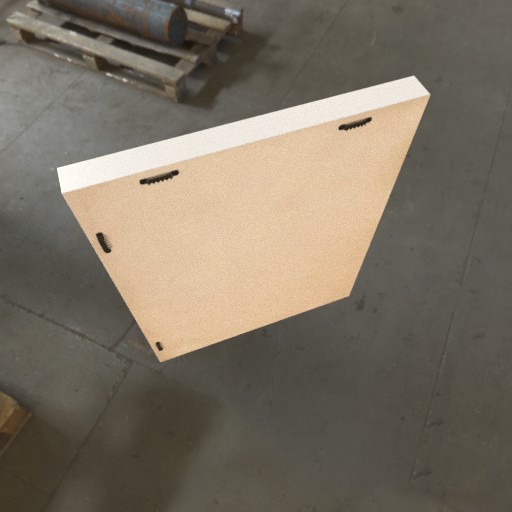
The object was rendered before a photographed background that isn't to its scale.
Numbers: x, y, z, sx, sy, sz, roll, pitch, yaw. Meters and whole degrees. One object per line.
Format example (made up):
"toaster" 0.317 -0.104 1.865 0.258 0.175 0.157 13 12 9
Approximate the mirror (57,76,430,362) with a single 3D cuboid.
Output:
"mirror" 0.000 0.000 0.682 0.405 0.508 0.041 -18 60 -11
